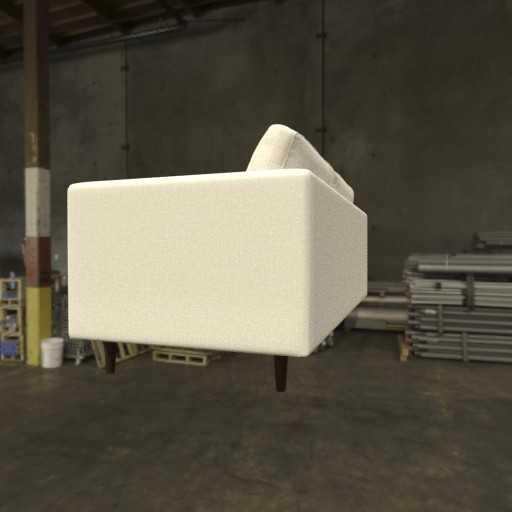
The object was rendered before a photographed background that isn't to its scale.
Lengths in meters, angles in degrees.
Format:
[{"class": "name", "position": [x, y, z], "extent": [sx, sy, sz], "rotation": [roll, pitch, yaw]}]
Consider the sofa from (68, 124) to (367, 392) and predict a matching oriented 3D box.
[{"class": "sofa", "position": [0.000, 0.000, 2.230], "extent": [0.940, 0.893, 1.713], "rotation": [0, 0, 19]}]
